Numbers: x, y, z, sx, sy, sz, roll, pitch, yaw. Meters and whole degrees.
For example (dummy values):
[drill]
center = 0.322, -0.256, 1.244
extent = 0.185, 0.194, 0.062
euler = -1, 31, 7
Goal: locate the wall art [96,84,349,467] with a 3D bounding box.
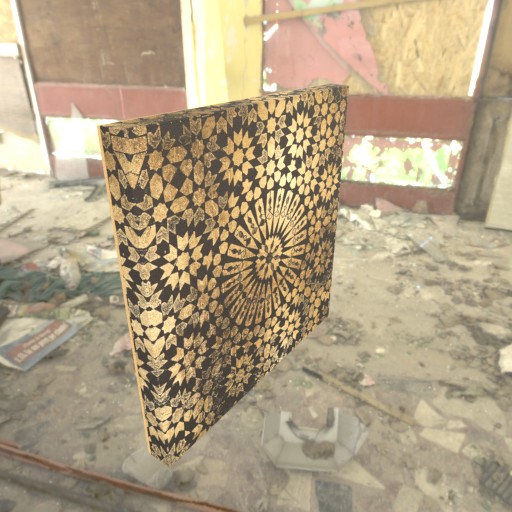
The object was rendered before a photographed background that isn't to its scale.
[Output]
[wall art]
center = 0.000, 0.000, 0.604
extent = 0.038, 0.405, 0.405
euler = 19, 32, 32
